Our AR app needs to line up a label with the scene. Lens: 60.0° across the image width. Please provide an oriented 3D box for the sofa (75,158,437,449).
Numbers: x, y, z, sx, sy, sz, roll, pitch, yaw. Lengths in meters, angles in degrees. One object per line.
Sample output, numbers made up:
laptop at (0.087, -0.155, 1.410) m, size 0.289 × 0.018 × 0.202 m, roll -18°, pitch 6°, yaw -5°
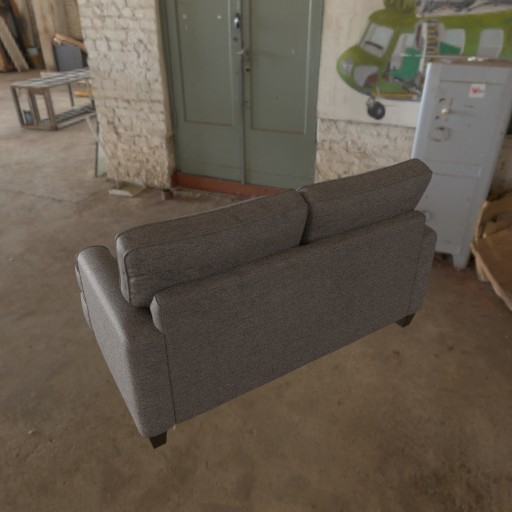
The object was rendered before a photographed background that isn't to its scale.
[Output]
sofa at (0.000, 0.000, 2.278) m, size 1.651 × 0.965 × 0.965 m, roll -17°, pitch 34°, yaw -27°
